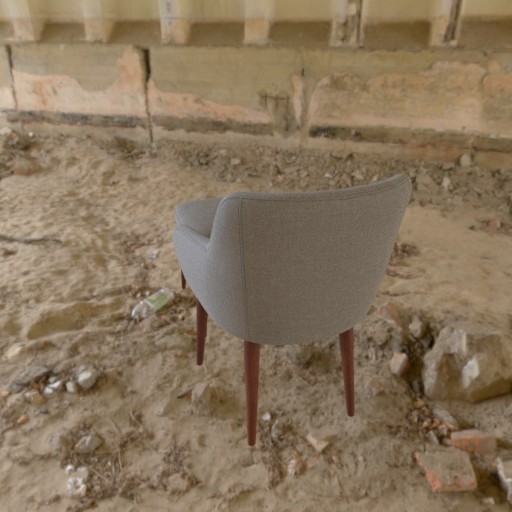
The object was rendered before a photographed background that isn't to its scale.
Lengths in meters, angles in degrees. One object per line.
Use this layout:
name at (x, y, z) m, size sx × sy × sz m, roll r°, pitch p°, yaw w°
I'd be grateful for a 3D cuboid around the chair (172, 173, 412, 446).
chair at (0.000, 0.000, 1.553) m, size 0.584 × 0.799 × 1.107 m, roll -9°, pitch 28°, yaw -18°
